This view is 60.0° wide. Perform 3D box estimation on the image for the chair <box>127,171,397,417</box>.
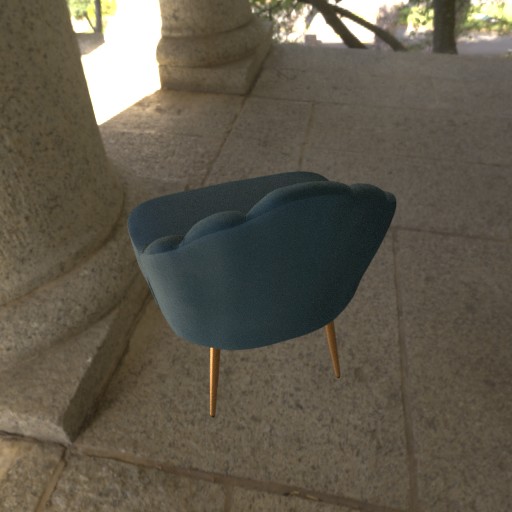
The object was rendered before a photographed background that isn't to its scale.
[{"bbox_3d":[0.000,0.000,1.259,0.657,0.819,0.599,-13,44,-14],"label":"chair"}]
